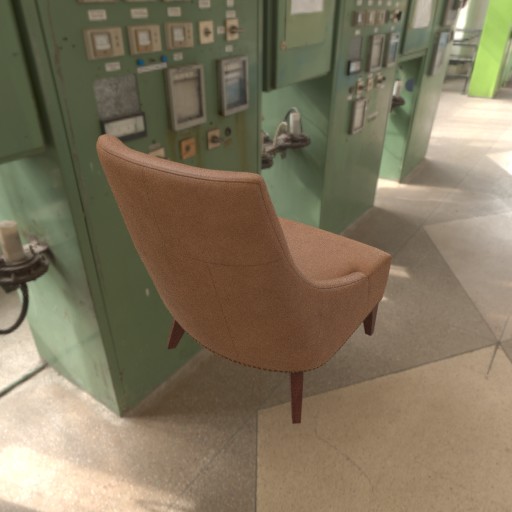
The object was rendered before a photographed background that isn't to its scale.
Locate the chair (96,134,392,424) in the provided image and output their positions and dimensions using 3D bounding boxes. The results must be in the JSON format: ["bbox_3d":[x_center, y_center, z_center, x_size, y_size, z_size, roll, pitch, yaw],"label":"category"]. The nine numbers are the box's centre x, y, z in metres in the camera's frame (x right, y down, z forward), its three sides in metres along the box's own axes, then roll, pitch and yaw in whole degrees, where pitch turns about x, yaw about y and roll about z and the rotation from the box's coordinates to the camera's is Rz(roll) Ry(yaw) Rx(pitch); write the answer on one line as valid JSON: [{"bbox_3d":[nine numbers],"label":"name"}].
[{"bbox_3d":[0.000,0.000,1.526,0.701,0.909,0.861,21,37,31],"label":"chair"}]
